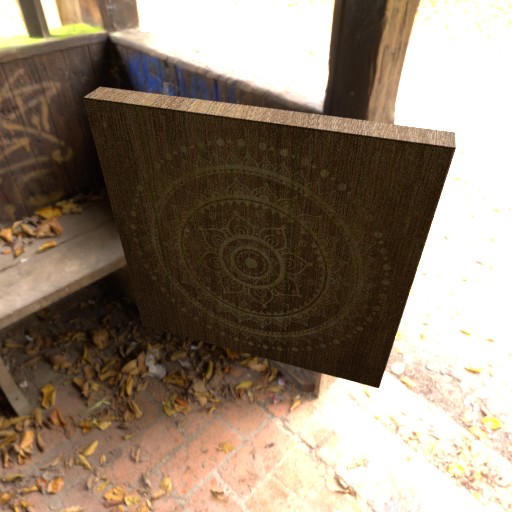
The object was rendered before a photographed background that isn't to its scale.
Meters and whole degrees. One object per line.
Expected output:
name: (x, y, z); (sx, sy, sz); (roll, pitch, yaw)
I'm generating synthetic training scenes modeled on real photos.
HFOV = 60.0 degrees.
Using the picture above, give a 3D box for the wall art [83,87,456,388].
wall art: (0.000, 0.000, 0.605); (0.406, 0.403, 0.039); (12, 42, 13)
